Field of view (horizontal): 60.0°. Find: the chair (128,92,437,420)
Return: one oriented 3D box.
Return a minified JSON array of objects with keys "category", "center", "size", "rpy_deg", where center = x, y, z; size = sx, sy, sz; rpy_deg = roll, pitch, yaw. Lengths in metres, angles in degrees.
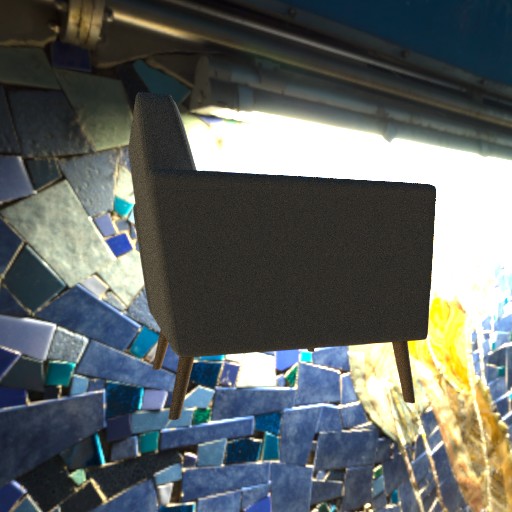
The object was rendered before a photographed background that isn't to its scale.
[{"category":"chair","center":[0.000,0.000,1.388],"size":[0.750,0.780,0.780],"rpy_deg":[0,1,-18]}]
